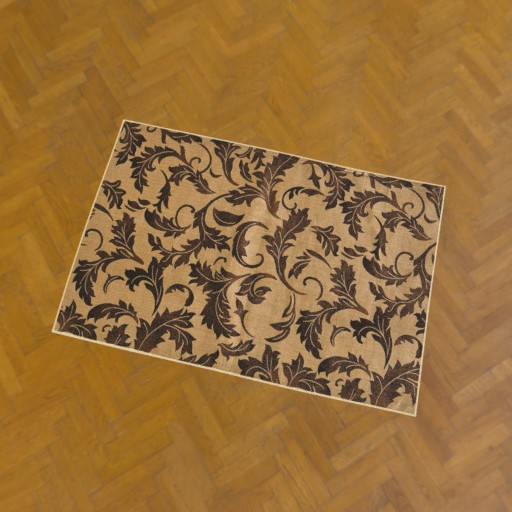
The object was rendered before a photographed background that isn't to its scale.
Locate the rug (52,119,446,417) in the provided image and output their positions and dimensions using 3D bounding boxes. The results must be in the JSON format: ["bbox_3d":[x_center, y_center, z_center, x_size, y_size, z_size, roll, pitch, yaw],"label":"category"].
[{"bbox_3d":[0.000,0.000,2.872,2.284,0.008,1.522,12,76,3],"label":"rug"}]
